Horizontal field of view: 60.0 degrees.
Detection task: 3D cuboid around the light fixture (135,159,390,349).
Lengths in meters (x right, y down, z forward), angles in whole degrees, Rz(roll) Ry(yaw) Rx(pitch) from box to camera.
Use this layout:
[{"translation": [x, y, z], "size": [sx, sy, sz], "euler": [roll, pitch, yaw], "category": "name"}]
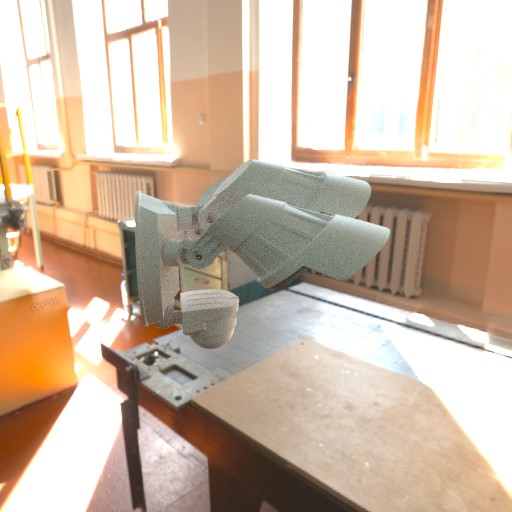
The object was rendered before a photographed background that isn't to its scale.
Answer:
[{"translation": [0.000, 0.000, 0.555], "size": [0.278, 0.237, 0.369], "euler": [-3, 15, -11], "category": "light fixture"}]
